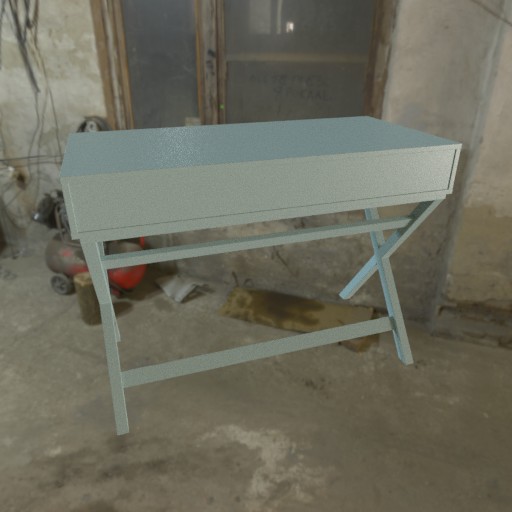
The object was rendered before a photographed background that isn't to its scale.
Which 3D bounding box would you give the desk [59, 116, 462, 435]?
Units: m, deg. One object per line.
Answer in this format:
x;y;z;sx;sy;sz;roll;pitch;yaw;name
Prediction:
0.000;0.000;1.488;1.059;0.780;0.509;-8;28;-16;desk
